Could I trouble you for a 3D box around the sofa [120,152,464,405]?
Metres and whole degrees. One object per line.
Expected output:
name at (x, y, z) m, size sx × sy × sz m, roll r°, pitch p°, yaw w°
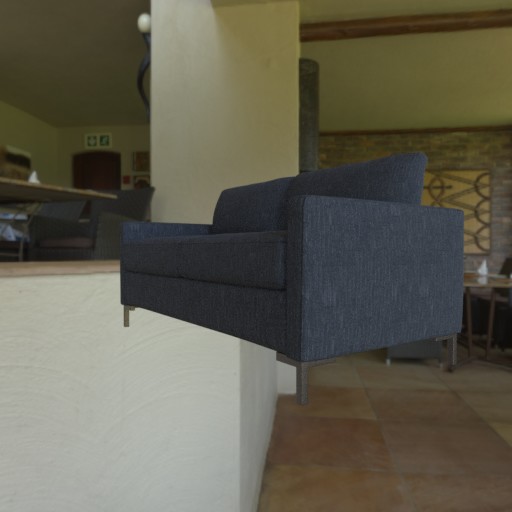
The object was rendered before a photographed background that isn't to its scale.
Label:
sofa at (0.000, 0.000, 2.211) m, size 0.866 × 0.862 × 1.716 m, roll -1°, pitch 1°, yaw -35°
